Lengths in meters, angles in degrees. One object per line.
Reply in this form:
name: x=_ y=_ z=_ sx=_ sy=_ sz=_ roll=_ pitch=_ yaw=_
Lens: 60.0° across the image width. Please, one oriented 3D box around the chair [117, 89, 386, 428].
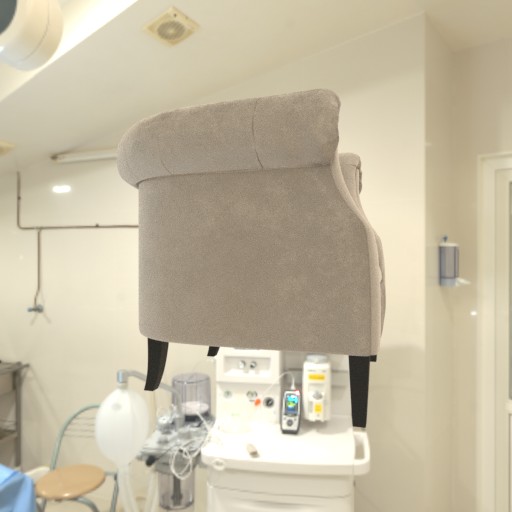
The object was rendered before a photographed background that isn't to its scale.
chair: x=0.000 y=0.000 z=1.525 sx=0.851 sy=0.826 sz=0.904 roll=0 pitch=0 yaw=17
